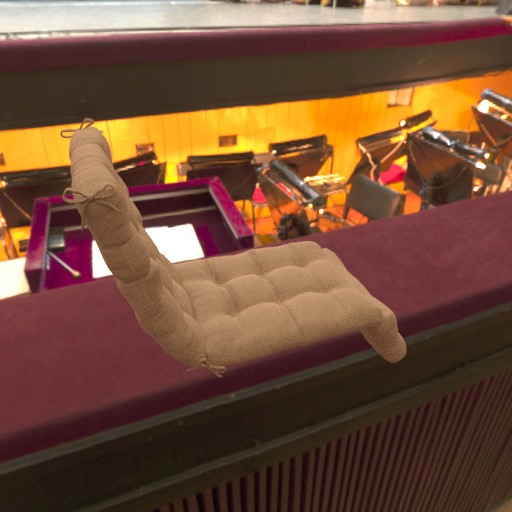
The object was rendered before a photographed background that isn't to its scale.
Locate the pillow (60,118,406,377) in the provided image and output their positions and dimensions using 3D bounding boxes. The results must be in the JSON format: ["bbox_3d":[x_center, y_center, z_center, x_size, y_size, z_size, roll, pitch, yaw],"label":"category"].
[{"bbox_3d":[0.000,0.000,1.445,1.016,0.863,0.526,-12,35,-17],"label":"pillow"}]
